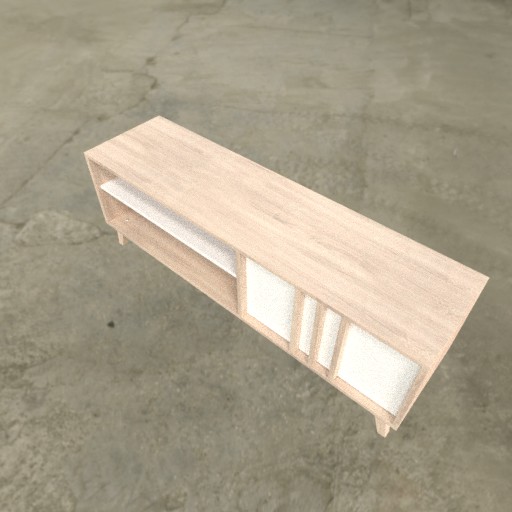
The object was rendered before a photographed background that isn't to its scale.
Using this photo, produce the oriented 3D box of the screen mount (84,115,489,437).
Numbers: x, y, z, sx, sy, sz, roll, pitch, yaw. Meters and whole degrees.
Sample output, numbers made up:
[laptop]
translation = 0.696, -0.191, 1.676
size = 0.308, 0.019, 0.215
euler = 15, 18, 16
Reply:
[screen mount]
translation = 0.000, 0.000, 1.744
size = 1.500, 0.510, 0.400
euler = 32, 54, 27
